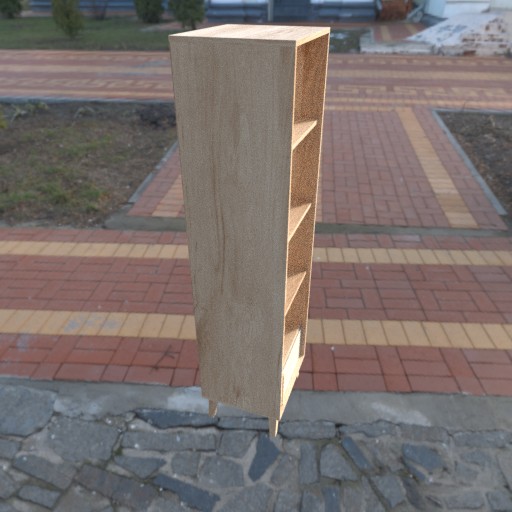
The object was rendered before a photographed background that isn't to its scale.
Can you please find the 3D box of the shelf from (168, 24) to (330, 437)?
[{"bbox_3d":[0.000,0.000,2.158,0.450,1.960,0.510,11,33,17],"label":"shelf"}]
